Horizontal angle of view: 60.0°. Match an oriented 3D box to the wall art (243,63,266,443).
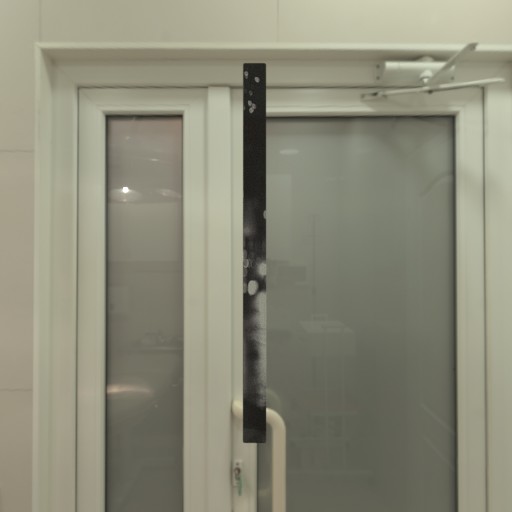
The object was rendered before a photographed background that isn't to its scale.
[{"bbox_3d":[0.000,0.000,1.165,0.038,0.609,0.914,0,-1,0],"label":"wall art"}]
